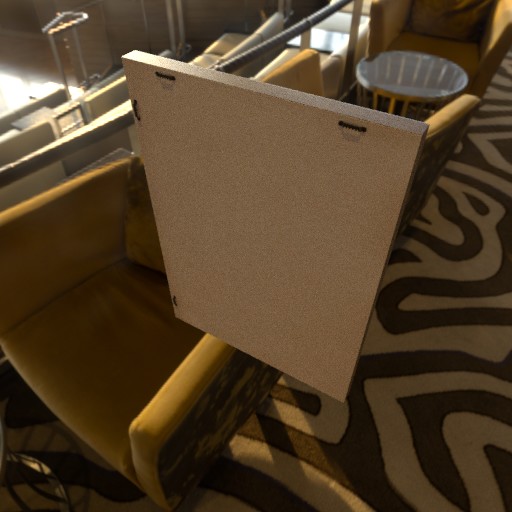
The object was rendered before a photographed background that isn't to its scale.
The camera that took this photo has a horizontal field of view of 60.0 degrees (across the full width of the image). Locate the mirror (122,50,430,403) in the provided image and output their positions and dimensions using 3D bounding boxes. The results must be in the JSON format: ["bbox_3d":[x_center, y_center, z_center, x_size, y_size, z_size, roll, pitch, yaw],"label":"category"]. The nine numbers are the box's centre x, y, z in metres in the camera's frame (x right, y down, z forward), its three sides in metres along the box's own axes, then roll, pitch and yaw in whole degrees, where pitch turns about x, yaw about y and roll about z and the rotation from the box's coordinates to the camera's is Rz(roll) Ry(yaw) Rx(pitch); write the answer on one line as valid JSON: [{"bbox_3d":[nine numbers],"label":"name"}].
[{"bbox_3d":[0.000,0.000,0.911,0.507,0.710,0.040,23,49,21],"label":"mirror"}]
